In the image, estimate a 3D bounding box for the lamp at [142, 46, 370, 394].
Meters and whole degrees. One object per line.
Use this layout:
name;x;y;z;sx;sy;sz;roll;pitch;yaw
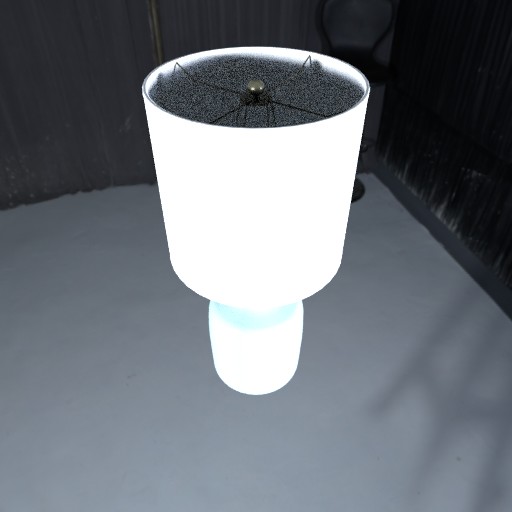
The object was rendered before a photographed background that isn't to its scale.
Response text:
lamp;0.000;0.000;1.113;0.418;0.871;0.418;-11;42;-12
